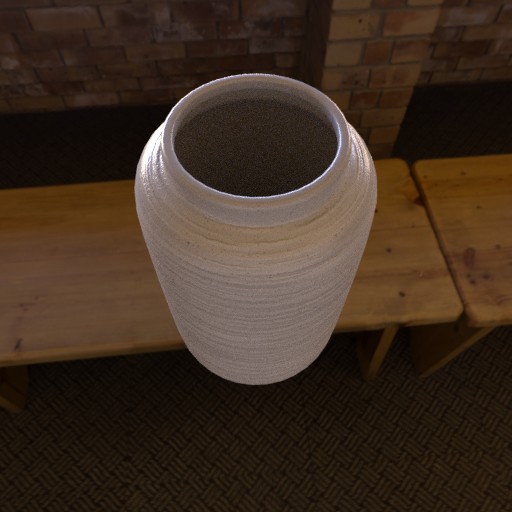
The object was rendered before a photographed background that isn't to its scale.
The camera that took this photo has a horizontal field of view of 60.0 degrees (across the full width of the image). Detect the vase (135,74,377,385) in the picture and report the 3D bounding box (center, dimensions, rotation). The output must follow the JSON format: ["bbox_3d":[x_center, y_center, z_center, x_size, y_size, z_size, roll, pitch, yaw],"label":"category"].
[{"bbox_3d":[0.000,0.000,0.461,0.202,0.335,0.202,0,58,0],"label":"vase"}]
